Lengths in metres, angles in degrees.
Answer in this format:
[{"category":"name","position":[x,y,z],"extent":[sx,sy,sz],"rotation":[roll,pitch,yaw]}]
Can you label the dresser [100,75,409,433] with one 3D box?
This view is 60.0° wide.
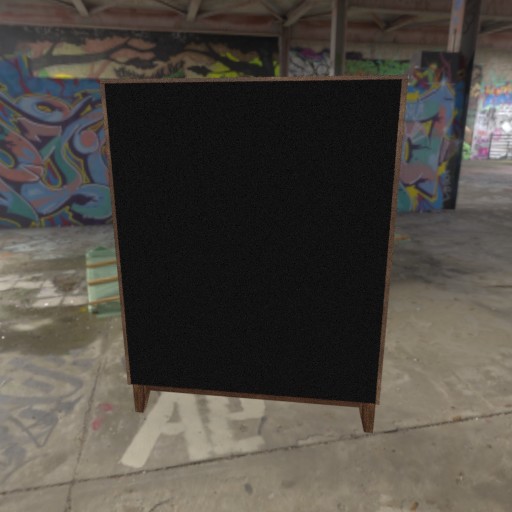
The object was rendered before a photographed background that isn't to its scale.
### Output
[{"category":"dresser","position":[0.000,0.000,1.909],"extent":[1.062,1.393,0.442],"rotation":[2,16,8]}]
